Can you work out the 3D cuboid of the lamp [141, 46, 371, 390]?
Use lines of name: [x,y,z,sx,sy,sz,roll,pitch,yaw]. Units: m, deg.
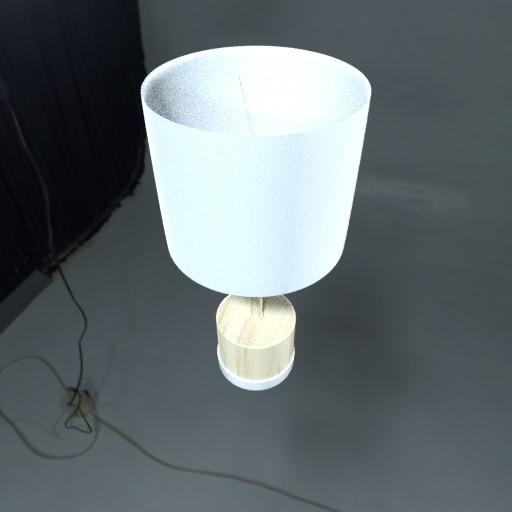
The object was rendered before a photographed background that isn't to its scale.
lamp: [0.000,0.000,0.602,0.229,0.470,0.229,12,44,13]
